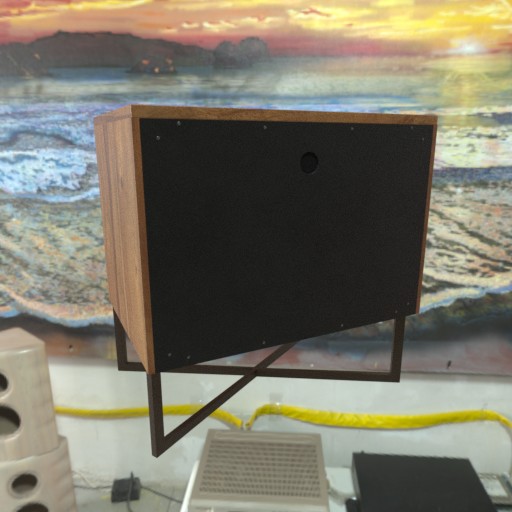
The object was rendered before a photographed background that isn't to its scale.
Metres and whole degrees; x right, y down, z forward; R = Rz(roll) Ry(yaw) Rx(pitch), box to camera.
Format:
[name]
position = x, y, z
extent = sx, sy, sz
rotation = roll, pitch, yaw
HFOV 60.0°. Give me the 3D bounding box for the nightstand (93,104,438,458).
[nightstand]
position = 0.000, 0.000, 1.025
extent = 0.613, 0.615, 0.427
rotation = -7, 16, -26
